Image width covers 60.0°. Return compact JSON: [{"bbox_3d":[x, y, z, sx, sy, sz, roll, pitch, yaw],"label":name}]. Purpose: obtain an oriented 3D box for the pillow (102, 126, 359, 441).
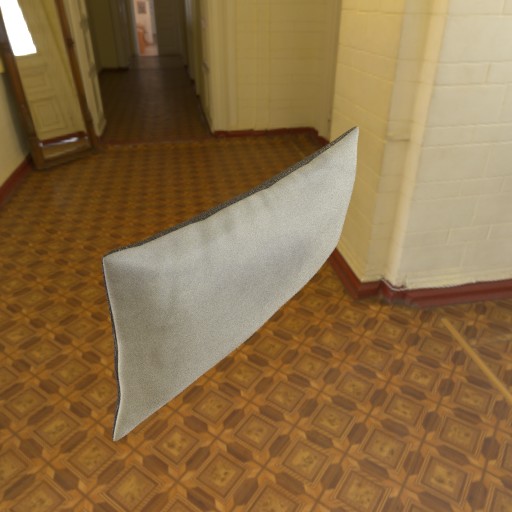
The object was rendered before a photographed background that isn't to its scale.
[{"bbox_3d":[0.000,0.000,0.727,0.156,0.305,0.608,19,35,29],"label":"pillow"}]
